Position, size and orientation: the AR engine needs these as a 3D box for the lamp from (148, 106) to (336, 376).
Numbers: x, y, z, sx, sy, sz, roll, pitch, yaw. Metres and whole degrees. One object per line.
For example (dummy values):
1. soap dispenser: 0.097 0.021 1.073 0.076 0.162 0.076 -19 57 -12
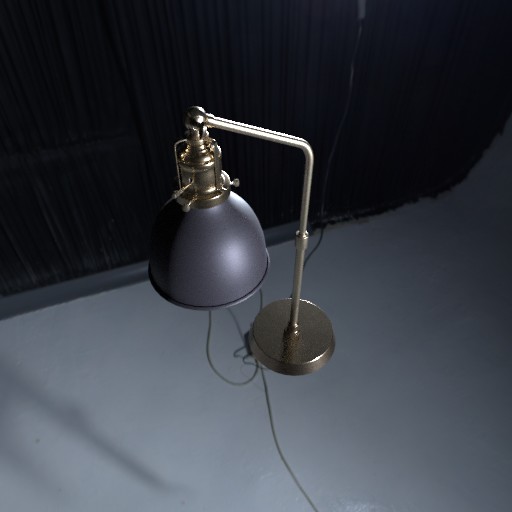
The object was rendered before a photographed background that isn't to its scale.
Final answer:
1. lamp: 0.000 0.000 0.609 0.291 0.456 0.160 -16 47 -15
